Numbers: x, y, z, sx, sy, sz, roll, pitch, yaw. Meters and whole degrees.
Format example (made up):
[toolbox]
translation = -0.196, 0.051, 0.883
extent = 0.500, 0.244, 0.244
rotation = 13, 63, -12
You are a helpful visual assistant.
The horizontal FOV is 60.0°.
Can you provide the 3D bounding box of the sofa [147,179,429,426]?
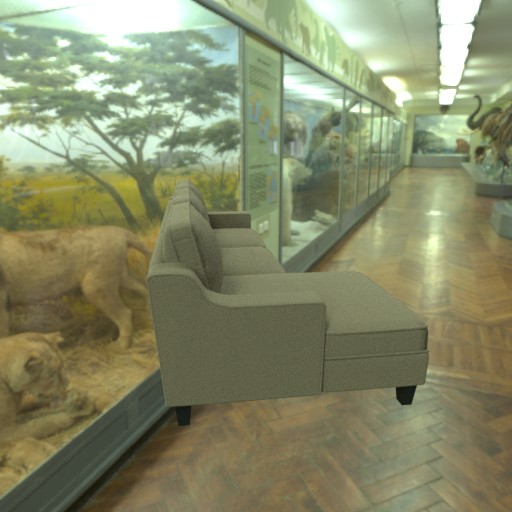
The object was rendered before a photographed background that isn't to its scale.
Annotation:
[sofa]
translation = 0.000, 0.000, 3.166
extent = 1.294, 0.928, 2.561
rotation = -2, 15, -8
